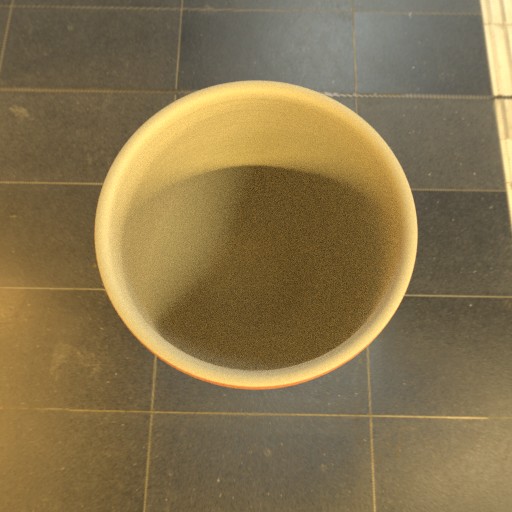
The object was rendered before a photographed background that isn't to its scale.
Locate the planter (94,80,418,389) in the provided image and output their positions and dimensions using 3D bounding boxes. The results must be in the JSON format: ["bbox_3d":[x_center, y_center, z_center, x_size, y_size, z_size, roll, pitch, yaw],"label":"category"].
[{"bbox_3d":[0.000,0.000,0.220,0.124,0.109,0.124,0,75,0],"label":"planter"}]
